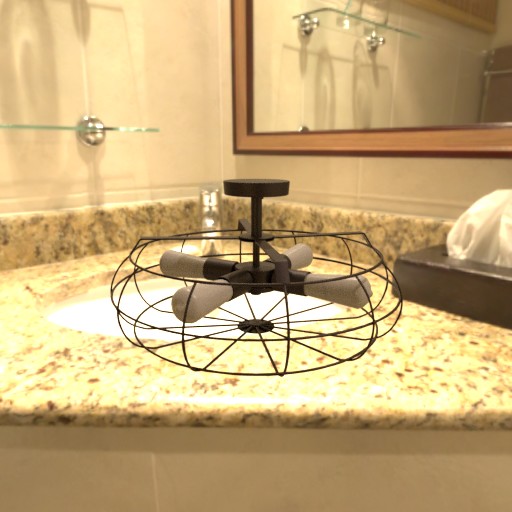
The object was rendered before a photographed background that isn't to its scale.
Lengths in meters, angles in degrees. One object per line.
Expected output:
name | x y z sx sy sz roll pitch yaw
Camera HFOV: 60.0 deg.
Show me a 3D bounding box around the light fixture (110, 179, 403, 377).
light fixture | 0.000 0.000 0.917 0.582 0.311 0.582 0 14 0
